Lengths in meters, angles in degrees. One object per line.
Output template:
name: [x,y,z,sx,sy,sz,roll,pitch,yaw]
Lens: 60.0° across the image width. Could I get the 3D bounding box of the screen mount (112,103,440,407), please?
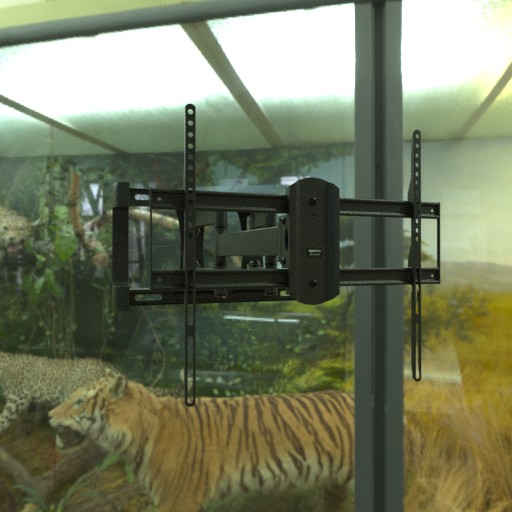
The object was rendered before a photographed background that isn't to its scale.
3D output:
screen mount: [0.000,0.000,0.943,0.571,0.424,0.556,0,0,-19]
